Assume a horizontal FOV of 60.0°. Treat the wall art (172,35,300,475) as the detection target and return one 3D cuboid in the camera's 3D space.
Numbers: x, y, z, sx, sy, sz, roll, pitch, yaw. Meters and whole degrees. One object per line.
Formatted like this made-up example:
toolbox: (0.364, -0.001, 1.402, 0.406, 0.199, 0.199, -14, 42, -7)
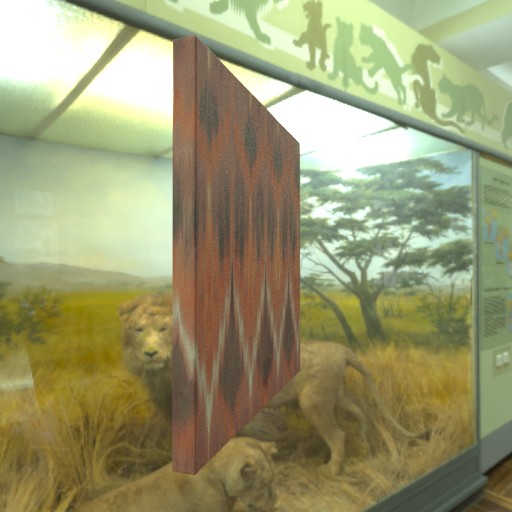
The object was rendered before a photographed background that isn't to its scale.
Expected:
wall art: (0.000, 0.000, 0.901, 0.037, 0.609, 0.603, 0, 0, 19)
